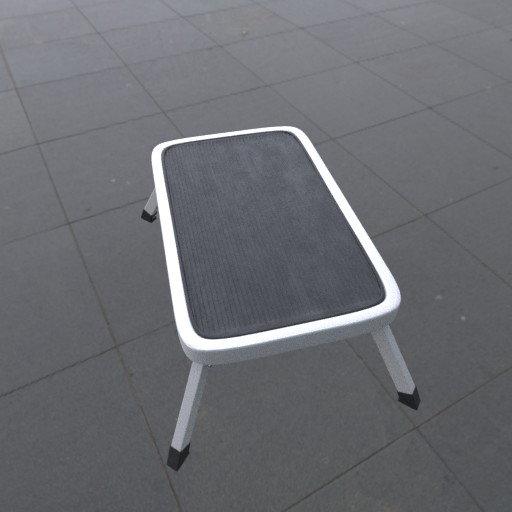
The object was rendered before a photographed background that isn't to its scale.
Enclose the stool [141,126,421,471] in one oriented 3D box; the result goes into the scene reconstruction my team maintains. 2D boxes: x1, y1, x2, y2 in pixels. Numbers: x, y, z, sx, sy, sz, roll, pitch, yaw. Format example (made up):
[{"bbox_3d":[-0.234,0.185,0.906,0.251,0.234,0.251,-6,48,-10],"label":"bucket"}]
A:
[{"bbox_3d":[0.000,0.000,0.622,0.320,0.170,0.460,-10,47,-10],"label":"stool"}]
